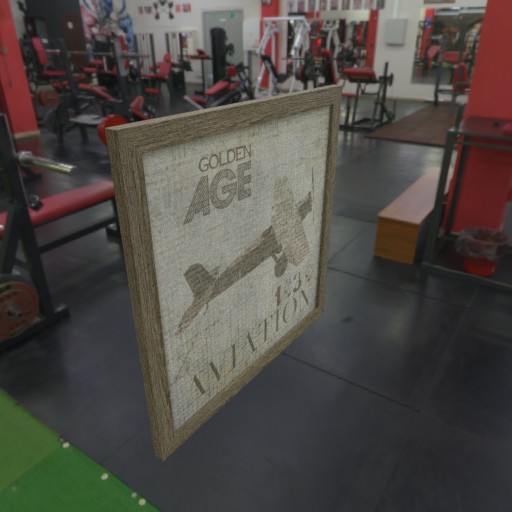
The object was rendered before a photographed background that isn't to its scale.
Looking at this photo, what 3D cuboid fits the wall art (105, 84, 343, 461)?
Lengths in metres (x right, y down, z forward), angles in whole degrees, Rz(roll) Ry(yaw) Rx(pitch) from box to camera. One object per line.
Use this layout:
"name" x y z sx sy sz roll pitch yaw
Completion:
"wall art" 0.000 0.000 0.762 0.019 0.508 0.508 19 33 32
